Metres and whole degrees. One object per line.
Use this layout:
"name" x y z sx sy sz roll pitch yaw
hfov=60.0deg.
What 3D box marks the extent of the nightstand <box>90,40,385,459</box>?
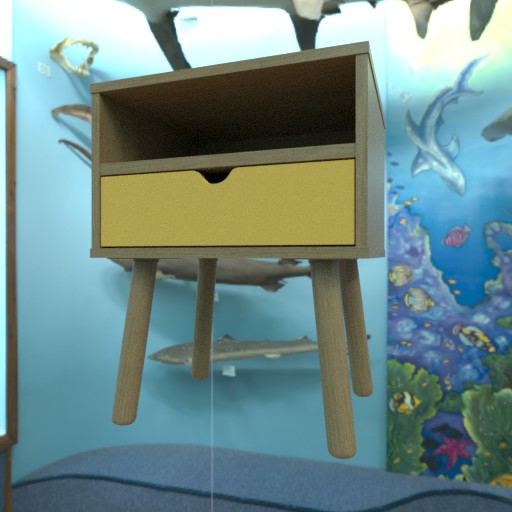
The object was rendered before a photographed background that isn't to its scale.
"nightstand" 0.000 0.000 0.840 0.450 0.571 0.380 0 0 19
